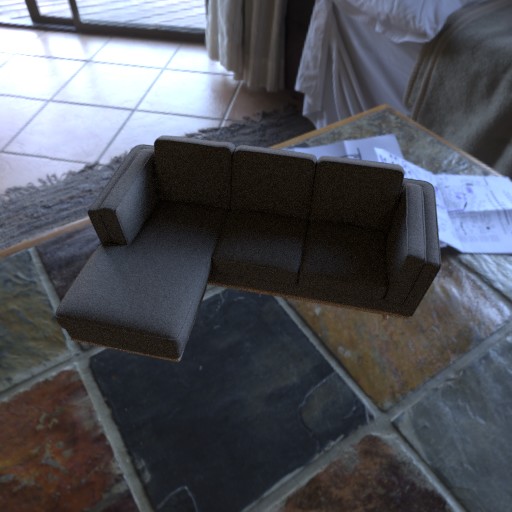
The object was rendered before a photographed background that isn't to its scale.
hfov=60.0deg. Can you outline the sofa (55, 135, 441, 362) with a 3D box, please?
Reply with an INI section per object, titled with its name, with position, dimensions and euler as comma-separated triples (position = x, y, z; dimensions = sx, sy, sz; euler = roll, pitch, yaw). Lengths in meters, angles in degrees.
[sofa]
position = 0.000, 0.000, 3.184
dimensions = 2.411, 0.929, 1.604
euler = 9, 48, 8
